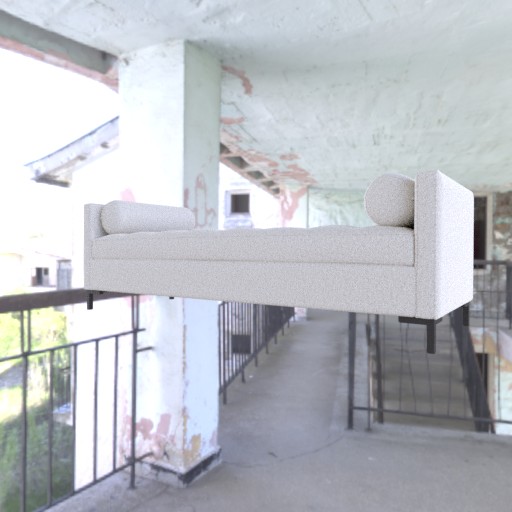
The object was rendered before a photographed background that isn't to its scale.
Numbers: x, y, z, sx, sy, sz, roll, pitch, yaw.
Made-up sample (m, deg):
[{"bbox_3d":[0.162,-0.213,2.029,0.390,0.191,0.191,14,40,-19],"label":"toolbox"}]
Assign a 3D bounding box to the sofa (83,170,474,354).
[{"bbox_3d":[0.000,0.000,2.335,1.985,0.641,0.746,1,1,35],"label":"sofa"}]
